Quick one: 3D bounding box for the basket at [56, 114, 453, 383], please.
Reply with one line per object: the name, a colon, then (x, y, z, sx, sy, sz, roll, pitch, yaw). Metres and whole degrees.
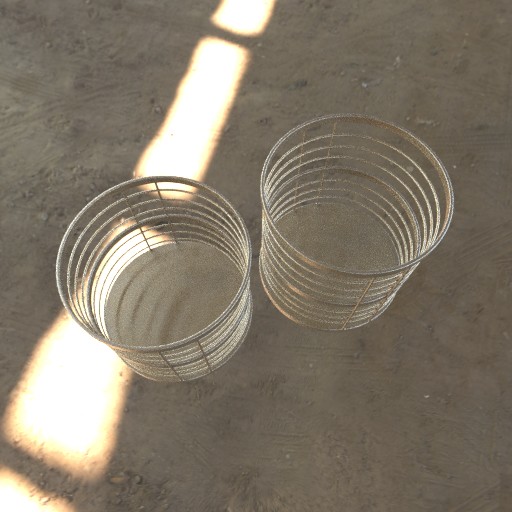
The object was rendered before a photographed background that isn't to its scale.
basket: (0.000, 0.000, 0.954, 0.746, 0.351, 0.356, -16, 65, -8)
